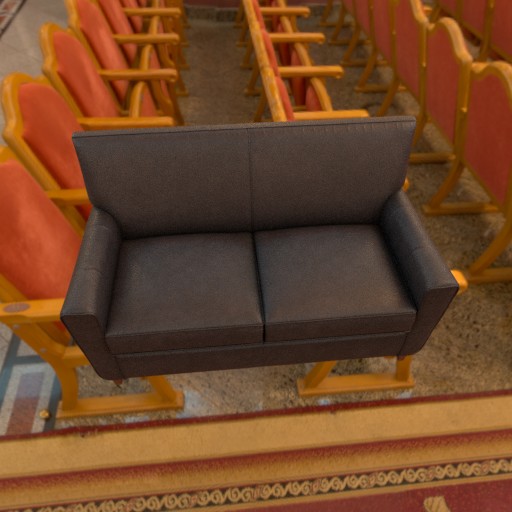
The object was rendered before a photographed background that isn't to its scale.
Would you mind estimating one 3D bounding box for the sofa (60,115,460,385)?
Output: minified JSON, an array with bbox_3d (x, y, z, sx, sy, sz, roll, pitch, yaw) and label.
[{"bbox_3d":[0.000,0.000,1.957,1.473,0.871,0.787,-4,46,-4],"label":"sofa"}]
